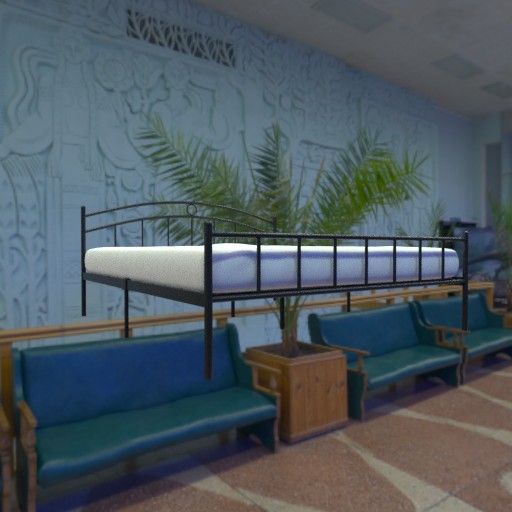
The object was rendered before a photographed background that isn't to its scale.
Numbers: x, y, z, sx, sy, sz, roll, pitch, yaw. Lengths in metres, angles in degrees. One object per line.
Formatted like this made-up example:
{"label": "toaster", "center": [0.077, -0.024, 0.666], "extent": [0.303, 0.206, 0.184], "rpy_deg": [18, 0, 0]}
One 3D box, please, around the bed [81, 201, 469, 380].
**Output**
{"label": "bed", "center": [0.000, 0.000, 3.116], "extent": [1.880, 0.940, 2.040], "rpy_deg": [-1, 1, -35]}
